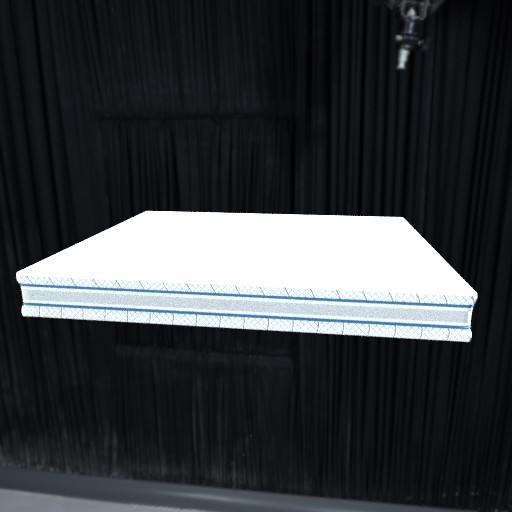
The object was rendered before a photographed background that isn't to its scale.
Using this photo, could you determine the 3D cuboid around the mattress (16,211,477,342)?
[{"bbox_3d":[0.000,0.000,2.681,2.000,0.230,1.600,2,16,7],"label":"mattress"}]
